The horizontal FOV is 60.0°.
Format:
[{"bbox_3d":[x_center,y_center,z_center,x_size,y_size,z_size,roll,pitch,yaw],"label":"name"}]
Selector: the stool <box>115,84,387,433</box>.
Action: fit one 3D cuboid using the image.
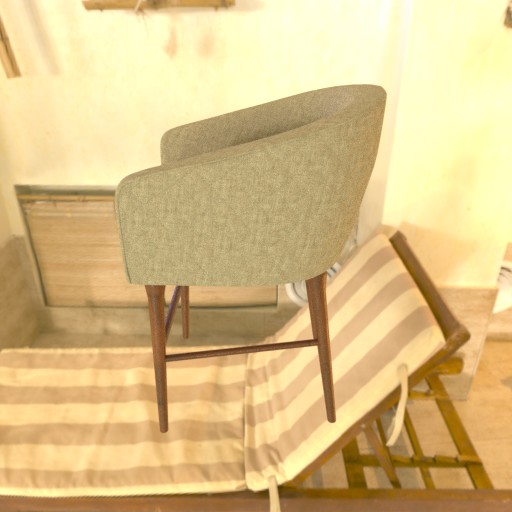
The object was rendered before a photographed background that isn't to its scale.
[{"bbox_3d":[0.000,0.000,1.324,0.635,0.952,0.559,0,27,0],"label":"stool"}]
